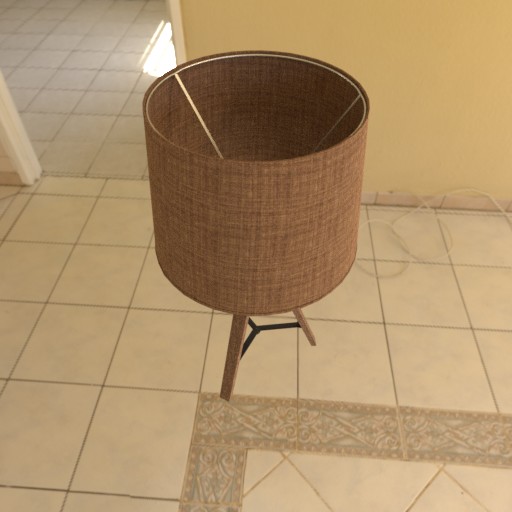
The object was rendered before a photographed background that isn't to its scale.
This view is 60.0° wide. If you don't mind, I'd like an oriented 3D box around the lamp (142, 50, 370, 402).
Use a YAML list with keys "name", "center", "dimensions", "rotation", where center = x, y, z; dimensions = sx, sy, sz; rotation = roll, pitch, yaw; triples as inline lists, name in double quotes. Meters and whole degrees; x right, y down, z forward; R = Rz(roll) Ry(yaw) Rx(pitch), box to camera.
- name: "lamp"
  center: [0.000, 0.000, 0.677]
  dimensions: [0.290, 0.514, 0.290]
  rotation: [0, 47, 0]
